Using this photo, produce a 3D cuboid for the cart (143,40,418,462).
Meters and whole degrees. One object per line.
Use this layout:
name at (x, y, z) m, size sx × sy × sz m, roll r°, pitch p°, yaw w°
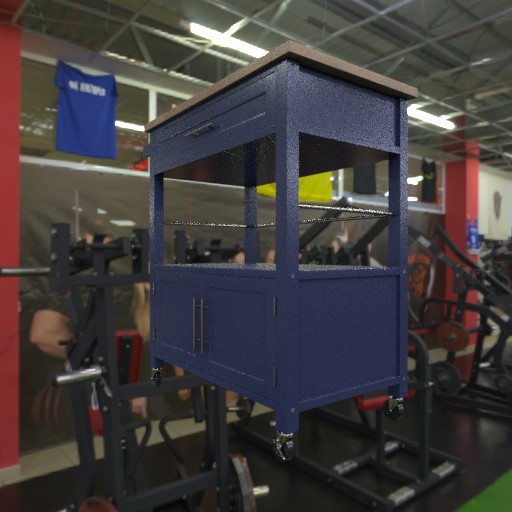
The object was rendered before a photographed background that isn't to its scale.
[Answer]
cart at (0.000, 0.000, 1.392) m, size 0.459 × 0.901 × 0.840 m, roll 0°, pitch 0°, yaw -37°
